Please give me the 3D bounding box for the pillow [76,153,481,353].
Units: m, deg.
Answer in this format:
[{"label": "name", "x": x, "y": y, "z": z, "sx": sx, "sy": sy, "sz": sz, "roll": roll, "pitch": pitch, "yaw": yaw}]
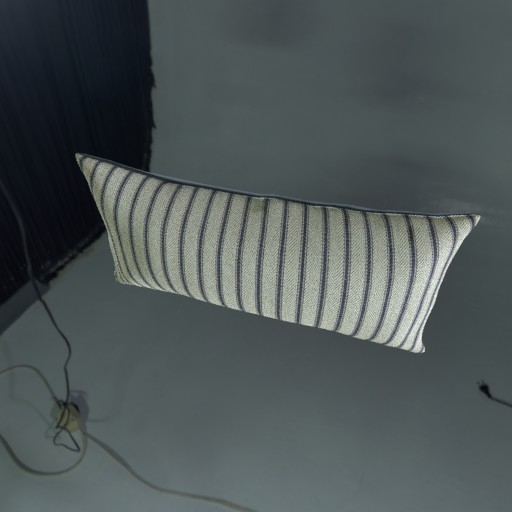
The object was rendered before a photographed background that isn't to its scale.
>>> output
[{"label": "pillow", "x": 0.000, "y": 0.000, "z": 0.739, "sx": 0.609, "sy": 0.305, "sz": 0.151, "roll": 12, "pitch": 43, "yaw": 13}]
